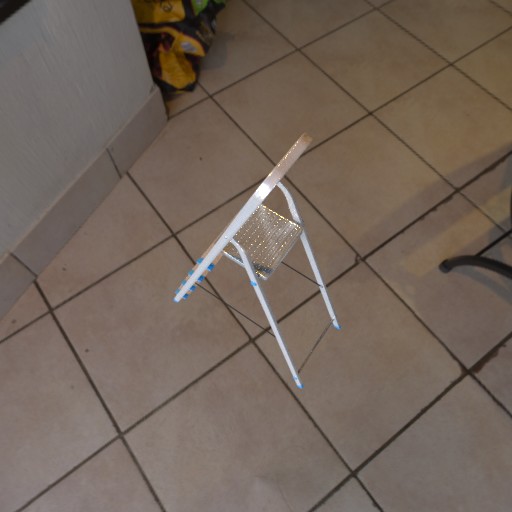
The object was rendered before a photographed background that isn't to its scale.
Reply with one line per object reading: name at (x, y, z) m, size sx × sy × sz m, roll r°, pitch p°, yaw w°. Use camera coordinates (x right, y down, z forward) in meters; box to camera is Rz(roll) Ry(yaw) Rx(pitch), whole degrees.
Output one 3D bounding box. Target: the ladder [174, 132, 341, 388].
ladder at (0.000, 0.000, 2.107) m, size 0.990 × 1.648 × 0.468 m, roll 32°, pitch 68°, yaw 15°
